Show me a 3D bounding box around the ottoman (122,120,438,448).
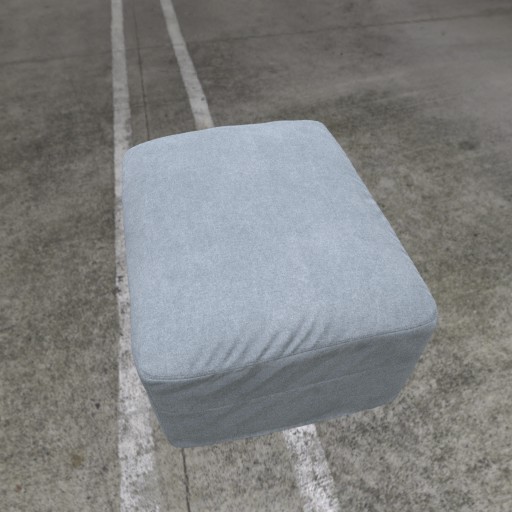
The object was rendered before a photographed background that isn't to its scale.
[{"bbox_3d":[0.000,0.000,1.268,0.683,0.481,0.837,-10,50,-9],"label":"ottoman"}]
